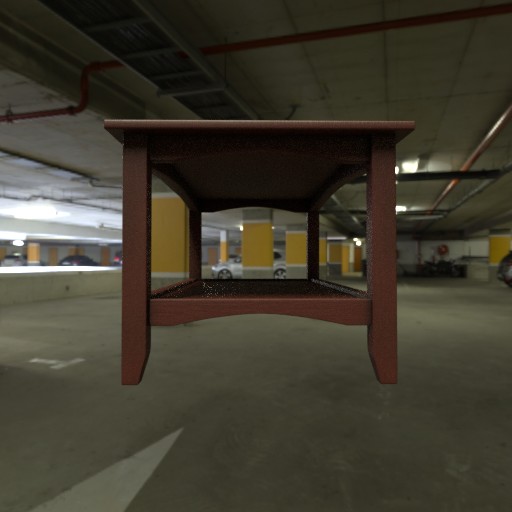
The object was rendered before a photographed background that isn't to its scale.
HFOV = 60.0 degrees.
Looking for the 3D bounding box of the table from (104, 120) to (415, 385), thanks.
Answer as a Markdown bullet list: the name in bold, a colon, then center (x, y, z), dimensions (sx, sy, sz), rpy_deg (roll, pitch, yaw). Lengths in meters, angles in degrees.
- **table**: center (0.000, 0.000, 1.223), dimensions (0.533, 0.456, 0.943), rpy_deg (0, 0, -1)
